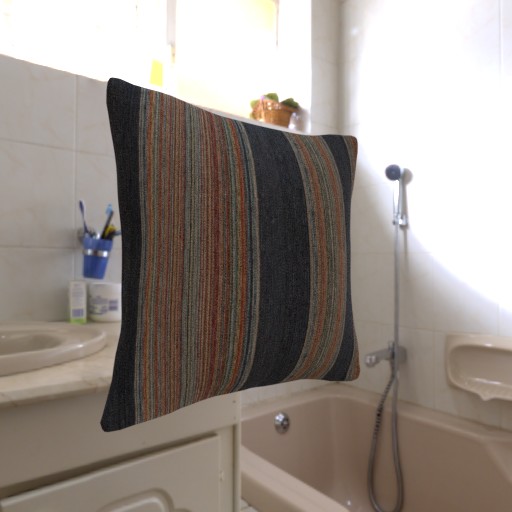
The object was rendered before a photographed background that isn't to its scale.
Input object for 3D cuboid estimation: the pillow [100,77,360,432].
[{"bbox_3d":[0.000,0.000,0.640,0.437,0.419,0.136,1,-2,-36],"label":"pillow"}]
